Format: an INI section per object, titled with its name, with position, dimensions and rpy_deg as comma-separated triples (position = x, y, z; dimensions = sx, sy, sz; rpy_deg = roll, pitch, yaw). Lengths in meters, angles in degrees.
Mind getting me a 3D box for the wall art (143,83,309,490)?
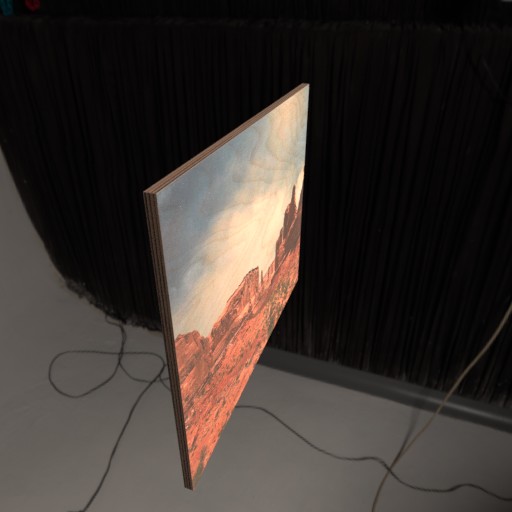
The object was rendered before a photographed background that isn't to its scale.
[wall art]
position = 0.000, 0.000, 0.665
dimensions = 0.013, 0.406, 0.508
rpy_deg = 10, 33, 17
